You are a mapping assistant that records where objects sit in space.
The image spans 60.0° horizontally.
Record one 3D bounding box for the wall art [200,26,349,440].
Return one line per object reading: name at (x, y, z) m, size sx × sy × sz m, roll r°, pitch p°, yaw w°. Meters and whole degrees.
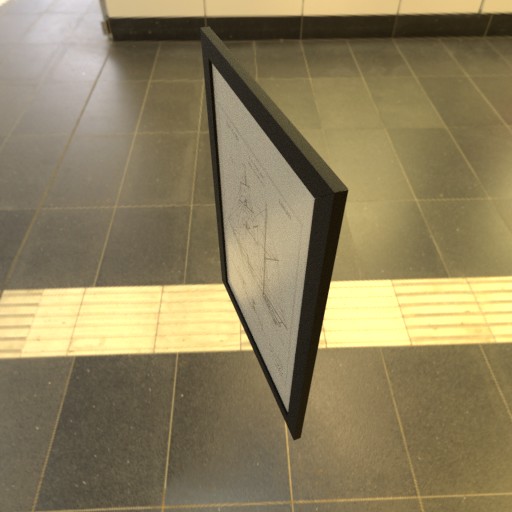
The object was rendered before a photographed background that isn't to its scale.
wall art at (0.000, 0.000, 0.582) m, size 0.011 × 0.459 × 0.326 m, roll -16°, pitch 49°, yaw -15°
